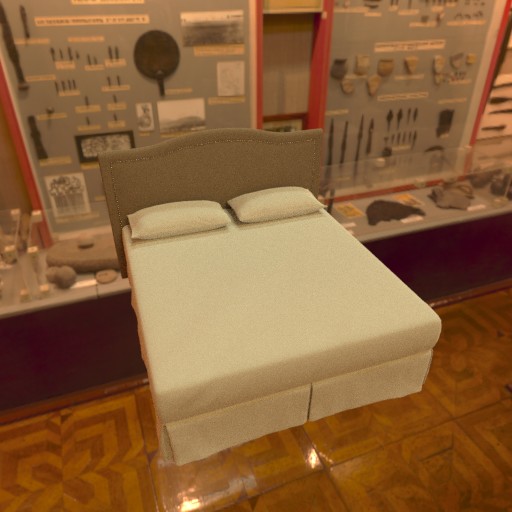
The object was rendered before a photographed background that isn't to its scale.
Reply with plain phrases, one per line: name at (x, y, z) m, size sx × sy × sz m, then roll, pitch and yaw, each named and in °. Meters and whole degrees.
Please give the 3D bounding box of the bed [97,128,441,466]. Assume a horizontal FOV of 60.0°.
bed at (0.000, 0.000, 3.474) m, size 2.083 × 1.421 × 2.182 m, roll -11°, pitch 34°, yaw -16°
